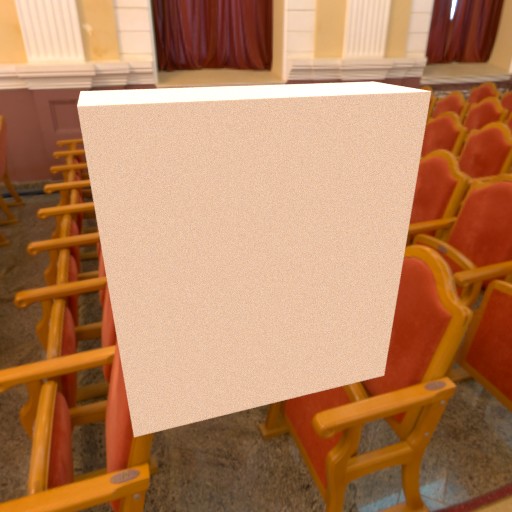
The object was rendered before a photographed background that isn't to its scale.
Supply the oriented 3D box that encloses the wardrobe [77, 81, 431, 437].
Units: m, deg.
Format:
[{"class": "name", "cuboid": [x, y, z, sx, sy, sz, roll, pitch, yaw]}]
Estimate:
[{"class": "wardrobe", "cuboid": [0.000, 0.000, 2.884, 1.830, 2.020, 0.600, -8, 28, -16]}]
